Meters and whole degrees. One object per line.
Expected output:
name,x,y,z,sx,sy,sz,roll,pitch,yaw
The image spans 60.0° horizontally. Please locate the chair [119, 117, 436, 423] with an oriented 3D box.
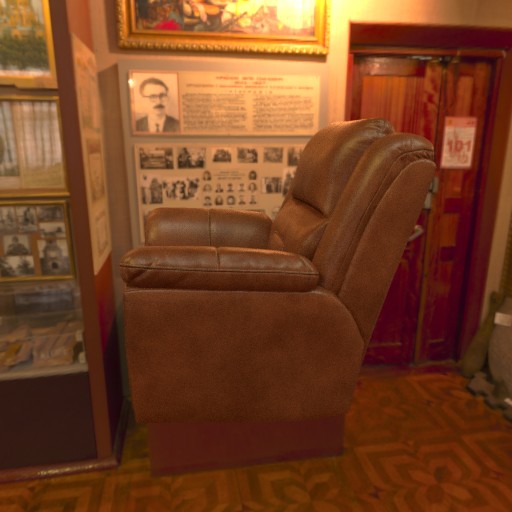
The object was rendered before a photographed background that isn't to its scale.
chair,0.000,0.000,1.854,1.041,1.093,0.990,-2,15,-7
